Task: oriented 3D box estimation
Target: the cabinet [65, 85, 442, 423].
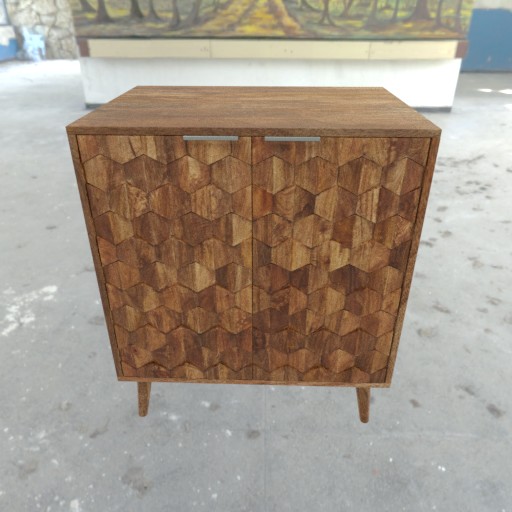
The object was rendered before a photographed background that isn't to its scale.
[{"bbox_3d":[0.000,0.000,1.143,0.647,0.758,0.473,1,29,2],"label":"cabinet"}]
